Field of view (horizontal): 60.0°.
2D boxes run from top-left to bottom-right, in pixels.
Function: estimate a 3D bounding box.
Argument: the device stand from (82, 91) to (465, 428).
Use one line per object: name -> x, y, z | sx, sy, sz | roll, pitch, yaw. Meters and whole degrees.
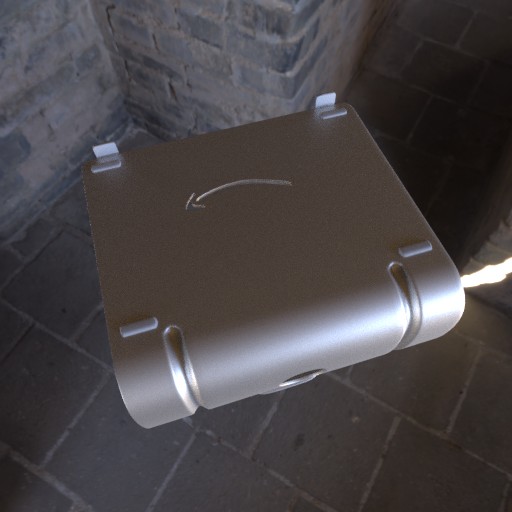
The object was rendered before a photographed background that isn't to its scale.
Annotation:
device stand -> 0.000, 0.000, 0.398 | 0.256, 0.155, 0.236 | -15, 64, -8
